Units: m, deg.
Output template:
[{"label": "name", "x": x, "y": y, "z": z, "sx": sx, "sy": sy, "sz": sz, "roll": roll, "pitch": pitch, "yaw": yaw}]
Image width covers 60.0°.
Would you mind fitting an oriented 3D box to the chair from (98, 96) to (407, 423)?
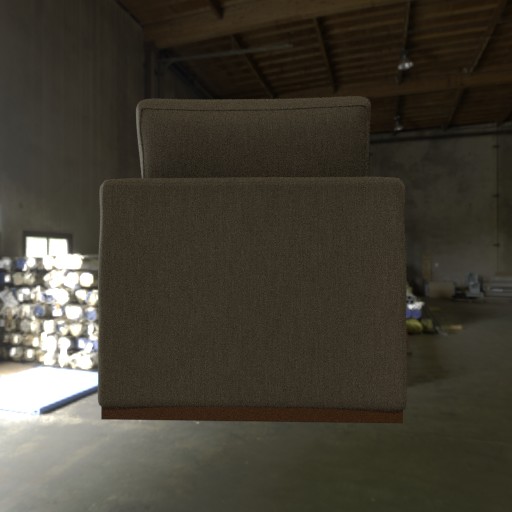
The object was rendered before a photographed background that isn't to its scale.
[{"label": "chair", "x": 0.000, "y": 0.000, "z": 1.475, "sx": 0.763, "sy": 0.811, "sz": 0.834, "roll": 0, "pitch": 0, "yaw": 2}]
